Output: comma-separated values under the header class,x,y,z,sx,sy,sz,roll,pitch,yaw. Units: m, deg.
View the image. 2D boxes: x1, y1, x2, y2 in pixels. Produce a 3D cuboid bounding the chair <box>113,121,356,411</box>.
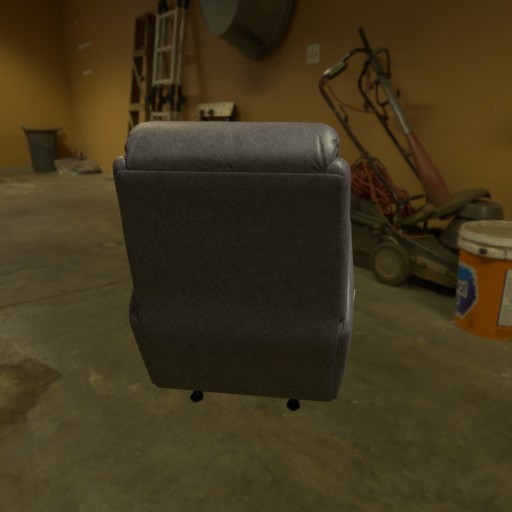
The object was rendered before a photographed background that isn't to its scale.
class,x,y,z,sx,sy,sz,roll,pitch,yaw
chair,0.000,0.000,1.828,0.865,1.067,1.067,2,17,8
